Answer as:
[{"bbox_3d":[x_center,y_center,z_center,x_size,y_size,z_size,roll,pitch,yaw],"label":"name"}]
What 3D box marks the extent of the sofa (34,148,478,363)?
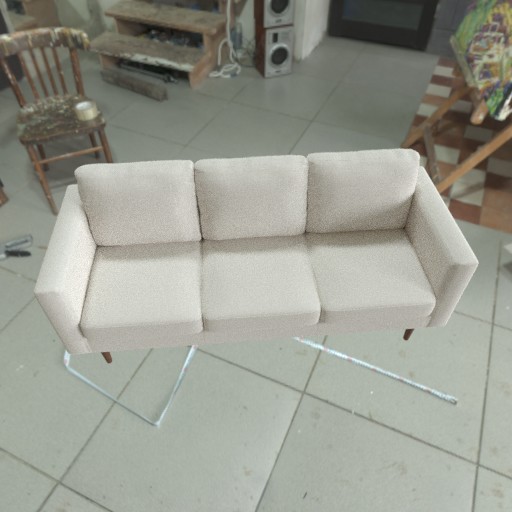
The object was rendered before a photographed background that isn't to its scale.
[{"bbox_3d":[0.000,0.000,2.414,2.029,0.912,0.802,-4,47,-3],"label":"sofa"}]
